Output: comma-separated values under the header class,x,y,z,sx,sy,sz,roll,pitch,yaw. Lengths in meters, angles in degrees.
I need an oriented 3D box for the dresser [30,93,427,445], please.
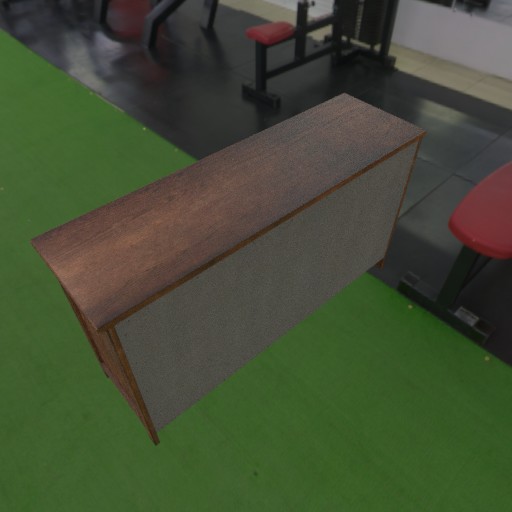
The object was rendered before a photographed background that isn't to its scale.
class,x,y,z,sx,sy,sz,roll,pitch,yaw
dresser,0.000,0.000,1.972,1.551,0.856,0.463,-32,54,-27
